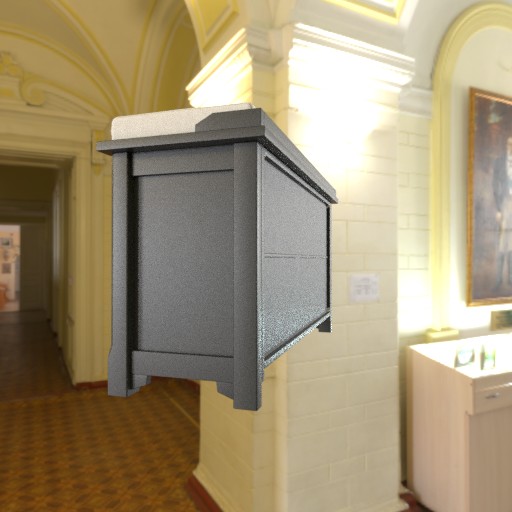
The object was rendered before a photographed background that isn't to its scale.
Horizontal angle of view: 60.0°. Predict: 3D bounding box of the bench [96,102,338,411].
[{"bbox_3d":[0.000,0.000,1.275,0.345,0.561,0.973,0,-1,18],"label":"bench"}]
